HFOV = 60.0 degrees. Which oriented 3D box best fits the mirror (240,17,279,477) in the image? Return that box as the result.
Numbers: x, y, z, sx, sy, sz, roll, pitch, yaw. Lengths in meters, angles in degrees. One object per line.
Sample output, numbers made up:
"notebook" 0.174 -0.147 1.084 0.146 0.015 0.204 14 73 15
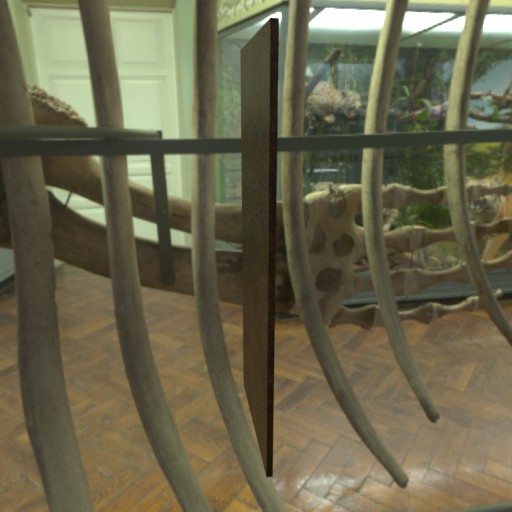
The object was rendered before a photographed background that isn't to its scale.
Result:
"mirror" 0.000 0.000 2.267 0.032 2.031 0.812 -3 17 -9
